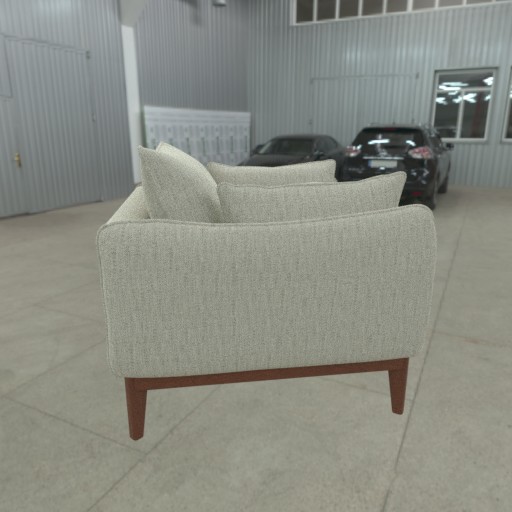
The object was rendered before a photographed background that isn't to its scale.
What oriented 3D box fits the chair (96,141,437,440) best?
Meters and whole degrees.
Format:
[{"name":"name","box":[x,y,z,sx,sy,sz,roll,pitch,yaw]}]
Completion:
[{"name":"chair","box":[0.000,0.000,1.706,0.991,0.855,0.994,-2,16,-8]}]
